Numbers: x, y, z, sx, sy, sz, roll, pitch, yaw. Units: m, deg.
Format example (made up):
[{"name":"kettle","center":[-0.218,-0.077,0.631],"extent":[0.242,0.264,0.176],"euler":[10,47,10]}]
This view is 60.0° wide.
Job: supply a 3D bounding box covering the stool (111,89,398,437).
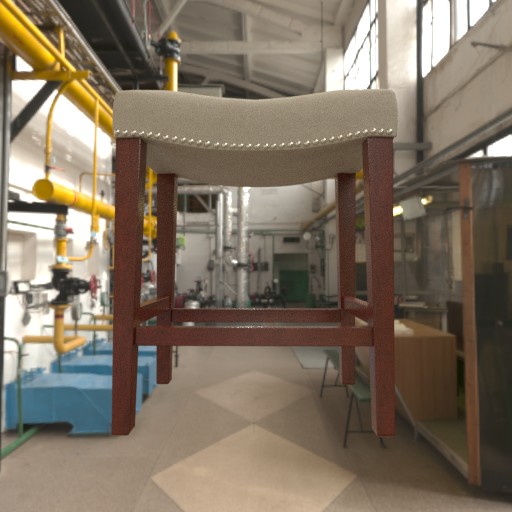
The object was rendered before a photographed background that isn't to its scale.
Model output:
[{"name":"stool","center":[0.000,0.000,0.955],"extent":[0.509,0.632,0.375],"euler":[0,-1,1]}]
